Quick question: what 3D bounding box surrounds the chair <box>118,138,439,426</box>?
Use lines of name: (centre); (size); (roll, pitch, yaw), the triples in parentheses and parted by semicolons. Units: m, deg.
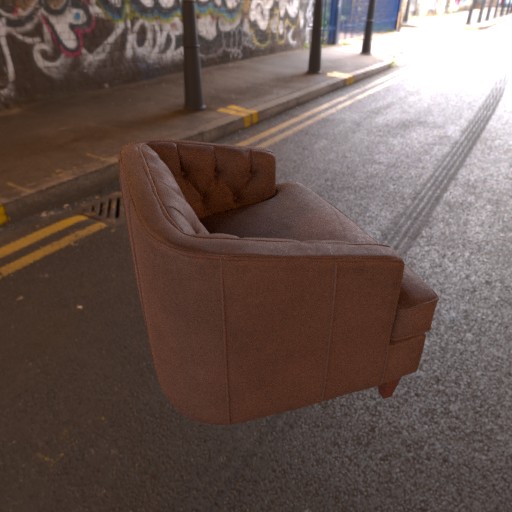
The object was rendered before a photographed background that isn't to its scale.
chair: (0.000, 0.000, 1.728); (0.914, 0.787, 1.118); (-10, 32, -17)
